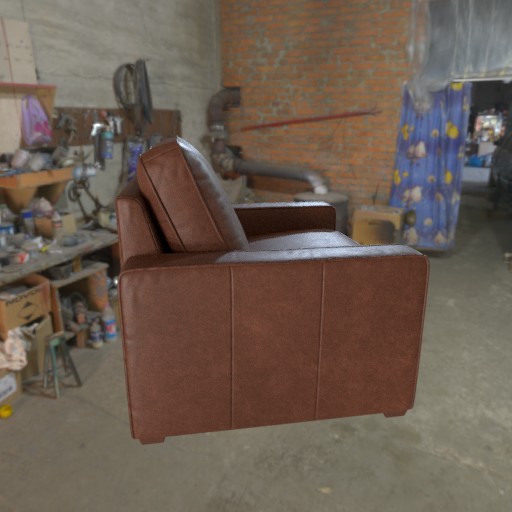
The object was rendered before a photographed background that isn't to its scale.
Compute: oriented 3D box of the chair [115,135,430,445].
[{"bbox_3d":[0.000,0.000,1.760,0.940,0.919,1.017,-3,17,-9],"label":"chair"}]
